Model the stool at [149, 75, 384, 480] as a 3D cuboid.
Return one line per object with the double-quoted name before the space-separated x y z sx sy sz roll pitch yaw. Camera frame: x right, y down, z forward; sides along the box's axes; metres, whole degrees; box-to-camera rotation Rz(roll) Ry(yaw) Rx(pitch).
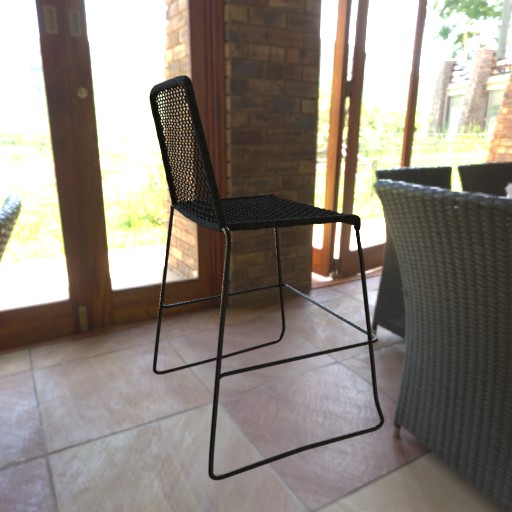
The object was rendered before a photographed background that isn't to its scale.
"stool" 0.000 0.000 1.249 0.509 0.905 0.590 -8 17 -26
